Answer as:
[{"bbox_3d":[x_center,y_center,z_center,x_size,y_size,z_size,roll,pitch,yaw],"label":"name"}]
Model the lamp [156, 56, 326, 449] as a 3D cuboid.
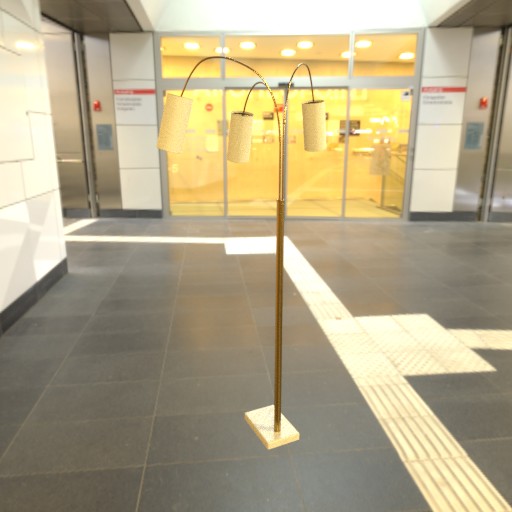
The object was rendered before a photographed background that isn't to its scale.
[{"bbox_3d":[0.000,0.000,2.529,1.020,2.055,0.667,-7,16,-25],"label":"lamp"}]
